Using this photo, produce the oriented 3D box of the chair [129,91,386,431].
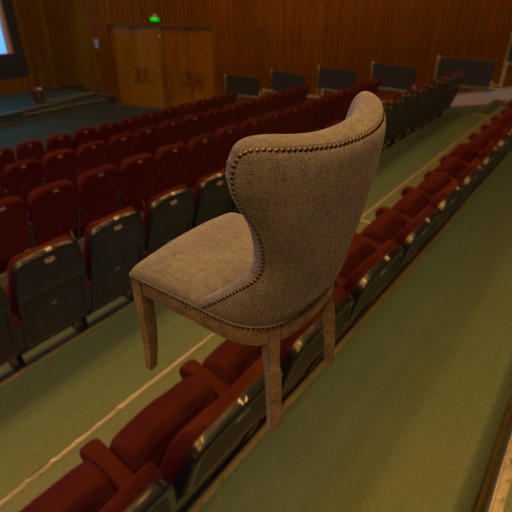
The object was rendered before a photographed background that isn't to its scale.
[{"bbox_3d":[0.000,0.000,1.471,0.681,1.002,0.654,21,38,30],"label":"chair"}]
